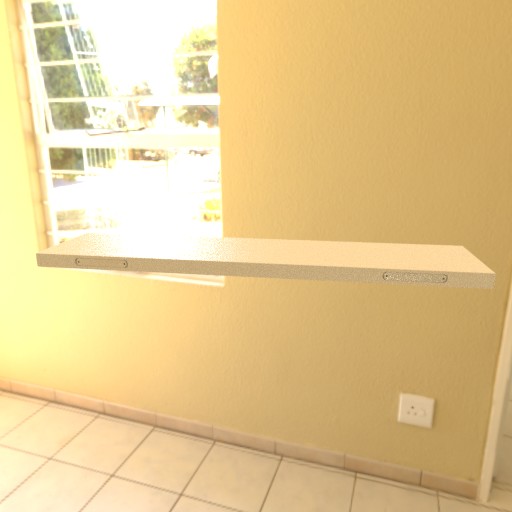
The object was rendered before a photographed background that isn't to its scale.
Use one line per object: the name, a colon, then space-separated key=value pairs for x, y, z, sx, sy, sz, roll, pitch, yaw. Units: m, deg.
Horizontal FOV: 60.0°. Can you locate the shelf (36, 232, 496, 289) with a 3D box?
shelf: x=0.000 y=0.000 z=0.651 sx=0.610 sy=0.020 sz=0.140 roll=2 pitch=16 yaw=9
